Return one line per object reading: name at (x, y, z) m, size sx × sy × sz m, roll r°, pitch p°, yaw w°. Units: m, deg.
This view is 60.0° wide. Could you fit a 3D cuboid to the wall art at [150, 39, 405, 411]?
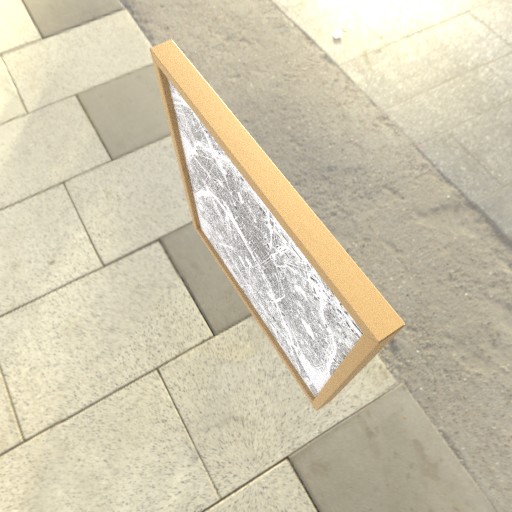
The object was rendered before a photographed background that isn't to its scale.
wall art at (0.000, 0.000, 0.768) m, size 0.036 × 0.509 × 0.509 m, roll -30°, pitch 67°, yaw -14°
